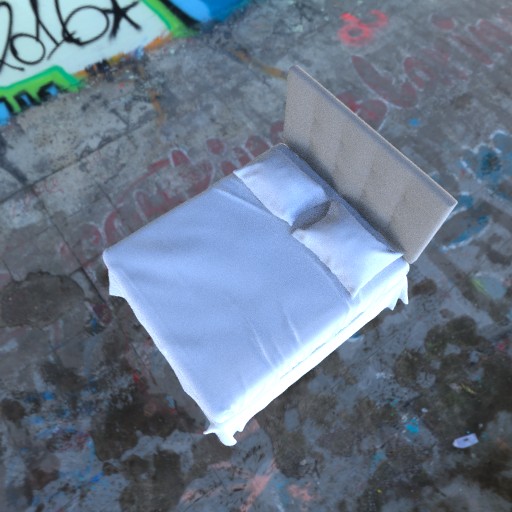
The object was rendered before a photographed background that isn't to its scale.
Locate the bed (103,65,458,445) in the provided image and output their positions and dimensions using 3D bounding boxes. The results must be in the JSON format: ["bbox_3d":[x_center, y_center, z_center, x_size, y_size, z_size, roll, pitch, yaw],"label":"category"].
[{"bbox_3d":[0.000,0.000,3.540,2.222,1.577,1.936,-35,68,-16],"label":"bed"}]
